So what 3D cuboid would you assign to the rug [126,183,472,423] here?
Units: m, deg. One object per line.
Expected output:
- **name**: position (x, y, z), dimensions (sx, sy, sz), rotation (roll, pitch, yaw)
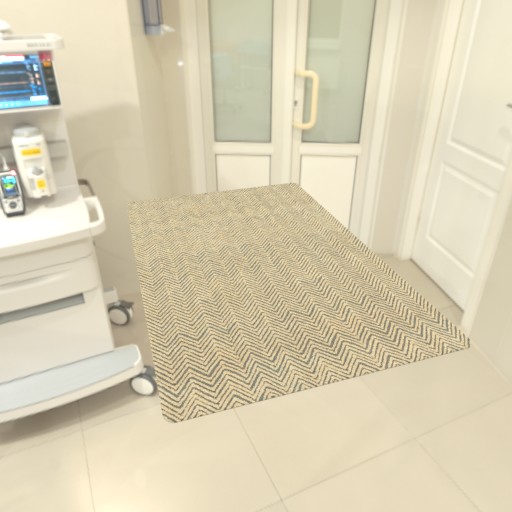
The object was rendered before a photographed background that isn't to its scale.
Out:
- **rug**: position (0.000, 0.000, 2.204), dimensions (1.144, 0.008, 1.752), rotation (-9, 32, -15)
